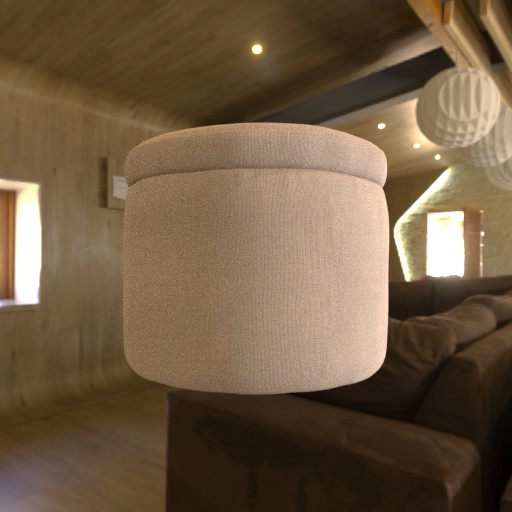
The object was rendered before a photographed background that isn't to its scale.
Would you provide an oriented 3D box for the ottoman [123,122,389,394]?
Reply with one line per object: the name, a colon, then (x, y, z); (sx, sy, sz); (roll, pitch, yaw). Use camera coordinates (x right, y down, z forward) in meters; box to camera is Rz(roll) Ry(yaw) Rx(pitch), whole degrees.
ottoman: (0.000, 0.000, 0.863); (0.497, 0.409, 0.497); (0, -1, 0)
